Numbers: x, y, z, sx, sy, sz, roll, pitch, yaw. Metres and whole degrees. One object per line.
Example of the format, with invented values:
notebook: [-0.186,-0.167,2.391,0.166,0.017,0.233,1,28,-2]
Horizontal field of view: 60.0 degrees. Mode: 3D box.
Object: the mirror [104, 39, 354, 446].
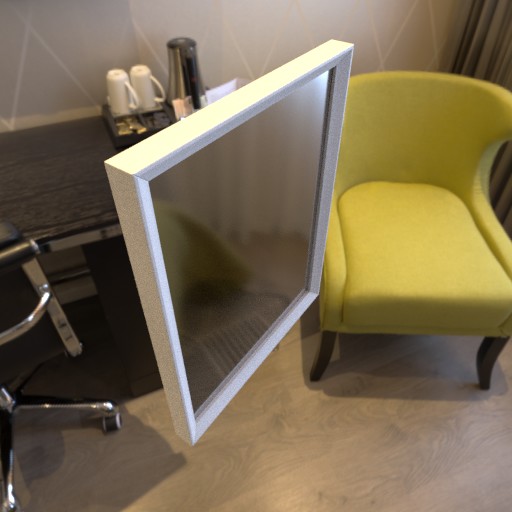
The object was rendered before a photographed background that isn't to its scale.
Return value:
mirror: [0.000,0.000,0.668,0.041,0.509,0.406,26,49,25]
